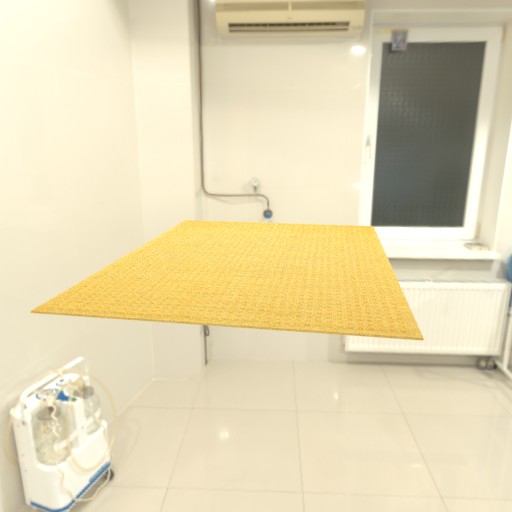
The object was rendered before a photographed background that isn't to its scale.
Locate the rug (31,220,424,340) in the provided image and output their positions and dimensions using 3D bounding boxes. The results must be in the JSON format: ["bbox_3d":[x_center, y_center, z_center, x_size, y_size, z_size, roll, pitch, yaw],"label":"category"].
[{"bbox_3d":[0.000,0.000,4.278,2.486,0.015,3.242,3,16,9],"label":"rug"}]
